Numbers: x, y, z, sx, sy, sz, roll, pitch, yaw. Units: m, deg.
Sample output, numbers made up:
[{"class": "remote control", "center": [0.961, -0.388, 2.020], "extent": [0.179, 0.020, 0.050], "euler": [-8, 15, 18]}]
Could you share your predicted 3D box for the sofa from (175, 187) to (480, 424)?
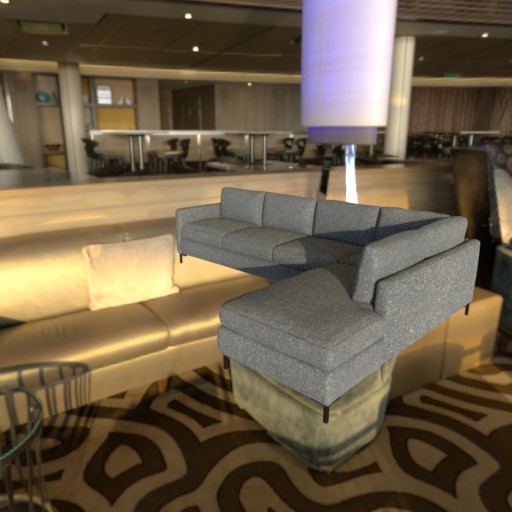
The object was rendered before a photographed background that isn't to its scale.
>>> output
[{"class": "sofa", "center": [0.000, 0.000, 3.742], "extent": [2.949, 0.815, 2.007], "euler": [15, 21, 43]}]
